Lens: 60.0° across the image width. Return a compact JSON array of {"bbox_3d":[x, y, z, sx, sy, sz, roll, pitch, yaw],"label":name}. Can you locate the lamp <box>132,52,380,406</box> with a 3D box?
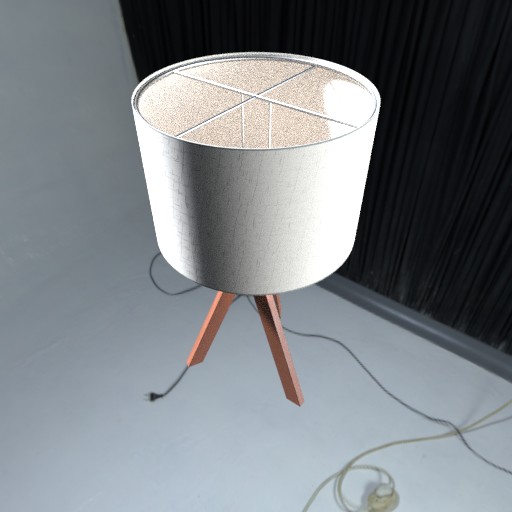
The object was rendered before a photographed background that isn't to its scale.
[{"bbox_3d":[0.000,0.000,0.917,0.380,0.686,0.380,27,48,27],"label":"lamp"}]
